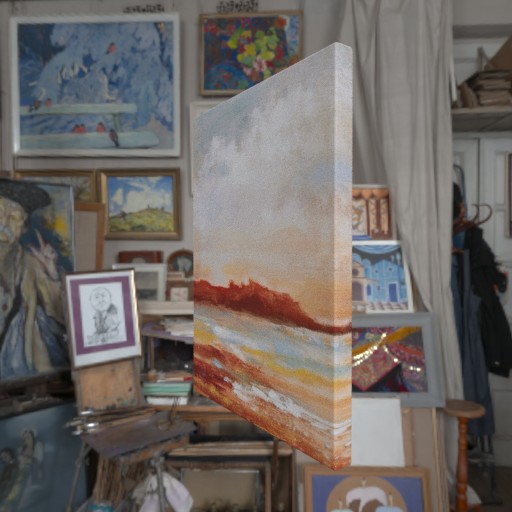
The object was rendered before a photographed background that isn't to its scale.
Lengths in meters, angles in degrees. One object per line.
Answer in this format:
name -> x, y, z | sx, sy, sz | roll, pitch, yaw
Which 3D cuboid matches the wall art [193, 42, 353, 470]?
wall art -> 0.000, 0.000, 0.813 | 0.035, 0.605, 0.443 | -1, 1, -35
